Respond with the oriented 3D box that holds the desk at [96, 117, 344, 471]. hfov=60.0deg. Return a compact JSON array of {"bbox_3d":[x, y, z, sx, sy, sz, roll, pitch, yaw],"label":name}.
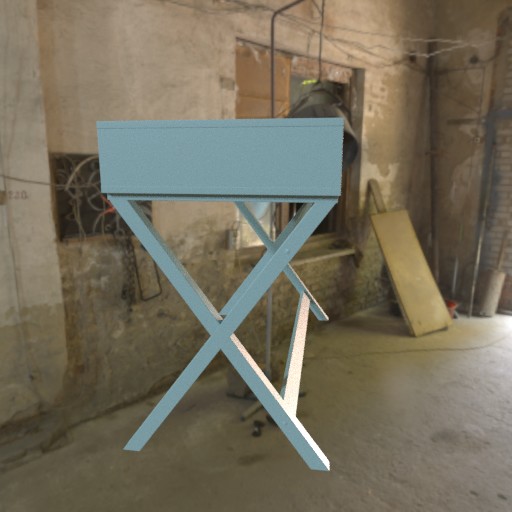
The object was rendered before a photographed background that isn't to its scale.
[{"bbox_3d":[0.000,0.000,1.473,0.509,0.780,1.059,2,12,9],"label":"desk"}]
